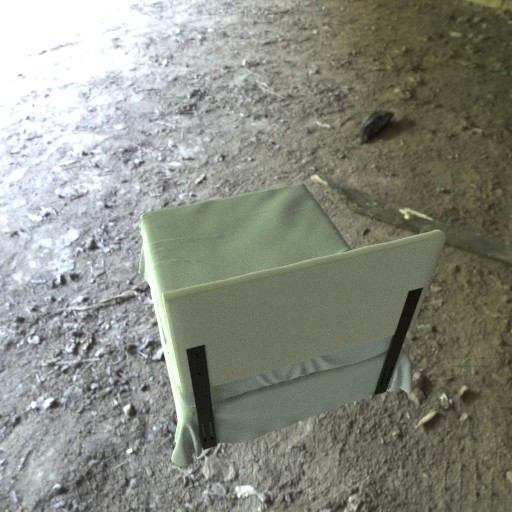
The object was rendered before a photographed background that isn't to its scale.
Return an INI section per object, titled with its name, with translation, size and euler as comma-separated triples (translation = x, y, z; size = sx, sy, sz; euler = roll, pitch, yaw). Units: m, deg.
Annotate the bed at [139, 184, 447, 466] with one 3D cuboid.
[bed]
translation = 0.000, 0.000, 3.564
size = 1.936, 1.577, 2.222
euler = -12, 43, -14
